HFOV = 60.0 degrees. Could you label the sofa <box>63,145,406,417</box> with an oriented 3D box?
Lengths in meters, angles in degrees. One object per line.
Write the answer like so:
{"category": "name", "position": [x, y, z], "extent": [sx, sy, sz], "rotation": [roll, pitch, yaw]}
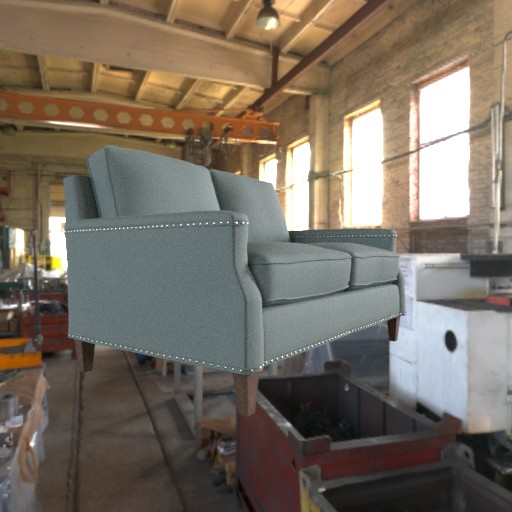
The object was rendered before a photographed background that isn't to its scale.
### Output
{"category": "sofa", "position": [0.000, 0.000, 2.289], "extent": [1.084, 1.003, 1.597], "rotation": [1, 1, 36]}
